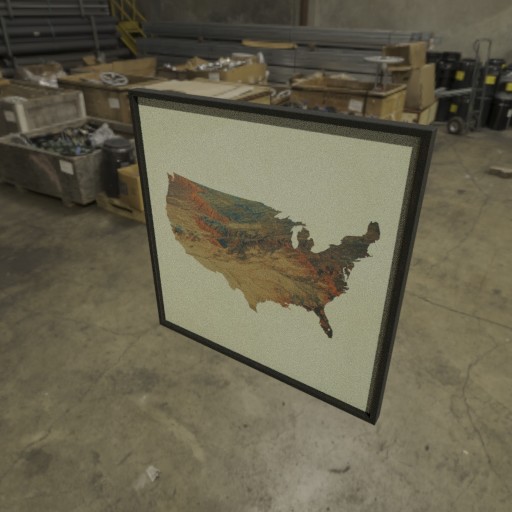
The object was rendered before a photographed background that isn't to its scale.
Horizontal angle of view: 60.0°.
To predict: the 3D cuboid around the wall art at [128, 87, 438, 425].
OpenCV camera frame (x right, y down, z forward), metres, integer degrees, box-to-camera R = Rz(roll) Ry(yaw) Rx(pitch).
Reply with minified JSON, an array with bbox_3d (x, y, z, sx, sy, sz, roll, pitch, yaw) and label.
[{"bbox_3d":[0.000,0.000,1.158,0.762,0.762,0.038,18,34,28],"label":"wall art"}]
